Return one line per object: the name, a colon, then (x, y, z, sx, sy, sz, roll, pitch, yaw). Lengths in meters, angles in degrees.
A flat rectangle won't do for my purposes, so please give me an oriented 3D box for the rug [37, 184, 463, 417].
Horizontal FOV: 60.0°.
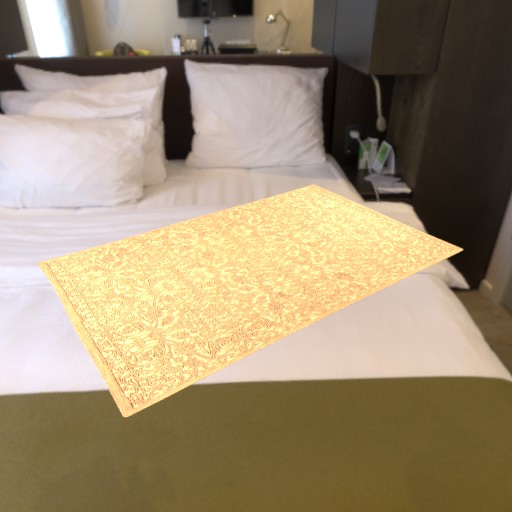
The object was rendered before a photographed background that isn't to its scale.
rug: (0.000, 0.000, 2.974, 2.435, 0.012, 1.529, -20, 36, -30)
